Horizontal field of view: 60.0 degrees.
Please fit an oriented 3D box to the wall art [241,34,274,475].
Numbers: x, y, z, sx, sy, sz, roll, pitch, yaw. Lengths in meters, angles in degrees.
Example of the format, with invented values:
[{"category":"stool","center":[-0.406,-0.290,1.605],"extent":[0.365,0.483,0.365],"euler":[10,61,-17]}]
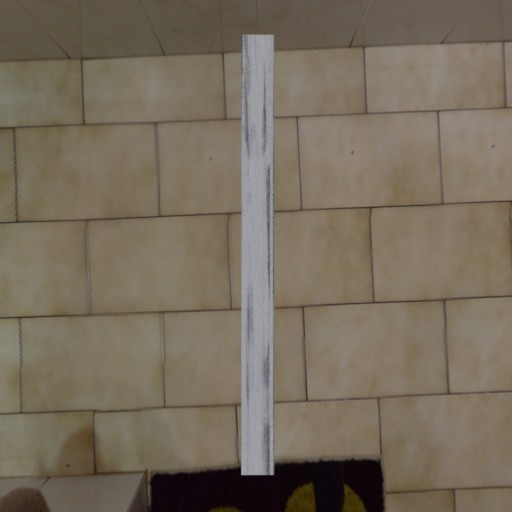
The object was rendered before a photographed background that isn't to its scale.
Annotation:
[{"category":"wall art","center":[0.000,0.000,0.761],"extent":[0.038,0.506,0.506],"euler":[0,89,0]}]
